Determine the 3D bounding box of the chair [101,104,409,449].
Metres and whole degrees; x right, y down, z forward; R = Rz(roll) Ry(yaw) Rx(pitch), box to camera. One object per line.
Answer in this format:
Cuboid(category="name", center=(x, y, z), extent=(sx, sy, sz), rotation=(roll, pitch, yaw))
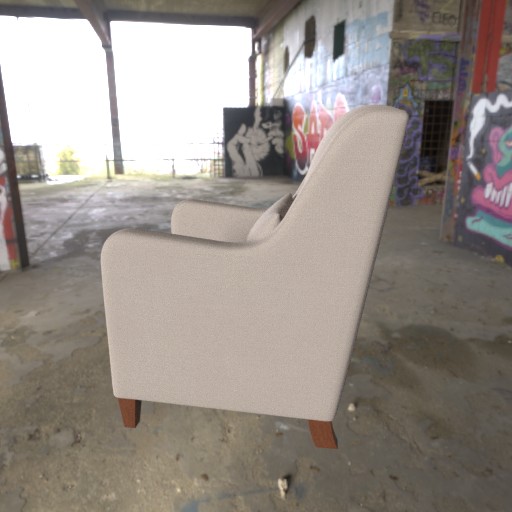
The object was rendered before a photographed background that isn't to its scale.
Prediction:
Cuboid(category="chair", center=(0.000, 0.000, 1.584), extent=(0.863, 1.010, 0.715), rotation=(2, 15, 8))
